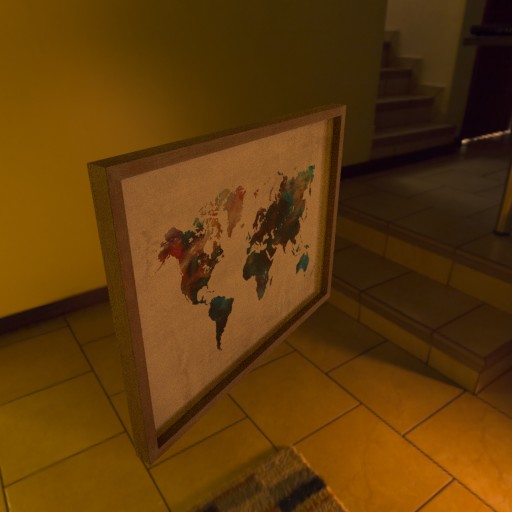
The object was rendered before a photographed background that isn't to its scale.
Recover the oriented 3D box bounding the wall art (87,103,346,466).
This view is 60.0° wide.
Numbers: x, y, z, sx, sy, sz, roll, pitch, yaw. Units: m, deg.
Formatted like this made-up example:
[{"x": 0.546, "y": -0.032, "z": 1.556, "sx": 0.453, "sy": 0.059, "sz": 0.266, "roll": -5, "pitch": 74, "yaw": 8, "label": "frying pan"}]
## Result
[{"x": 0.000, "y": 0.000, "z": 1.756, "sx": 0.070, "sy": 1.009, "sz": 1.320, "roll": 17, "pitch": 31, "yaw": 31, "label": "wall art"}]
